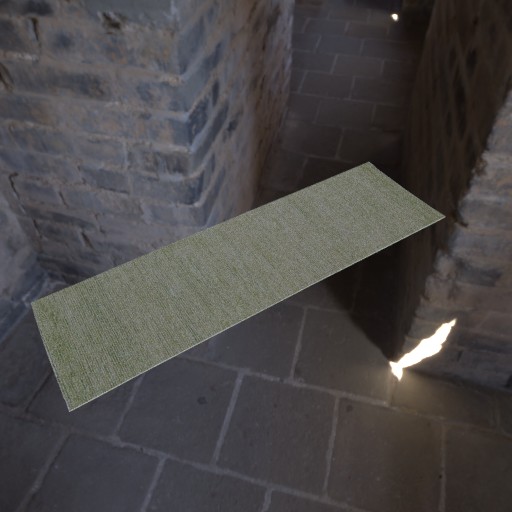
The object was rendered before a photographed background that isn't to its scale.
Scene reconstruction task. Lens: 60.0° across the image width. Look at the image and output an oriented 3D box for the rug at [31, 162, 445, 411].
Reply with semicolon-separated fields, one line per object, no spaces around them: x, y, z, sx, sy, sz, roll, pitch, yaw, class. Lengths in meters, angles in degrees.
0.000;0.000;2.520;2.340;0.013;0.686;-25;52;-21;rug
